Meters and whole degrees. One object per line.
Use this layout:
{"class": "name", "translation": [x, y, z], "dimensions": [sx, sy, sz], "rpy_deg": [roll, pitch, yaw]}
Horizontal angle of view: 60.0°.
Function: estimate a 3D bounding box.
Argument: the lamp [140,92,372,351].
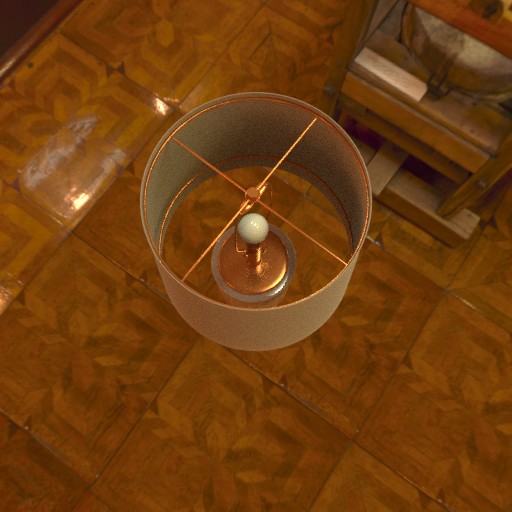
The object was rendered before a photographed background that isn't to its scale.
{"class": "lamp", "translation": [0.000, 0.000, 0.450], "dimensions": [0.189, 0.340, 0.189], "rpy_deg": [0, 77, 0]}
